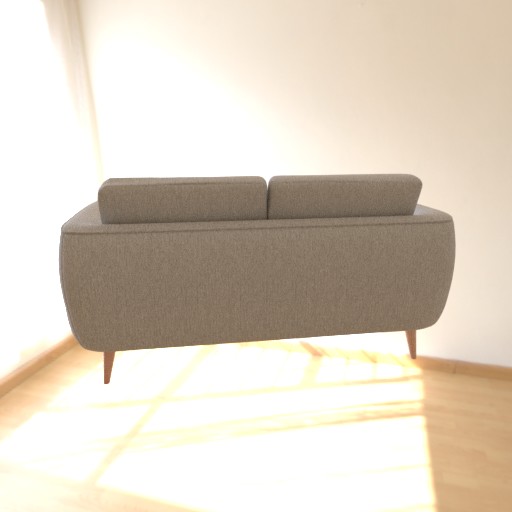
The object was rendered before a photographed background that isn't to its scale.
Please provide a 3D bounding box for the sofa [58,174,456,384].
[{"bbox_3d":[0.000,0.000,2.221,1.700,0.850,0.920,-2,16,-9],"label":"sofa"}]
